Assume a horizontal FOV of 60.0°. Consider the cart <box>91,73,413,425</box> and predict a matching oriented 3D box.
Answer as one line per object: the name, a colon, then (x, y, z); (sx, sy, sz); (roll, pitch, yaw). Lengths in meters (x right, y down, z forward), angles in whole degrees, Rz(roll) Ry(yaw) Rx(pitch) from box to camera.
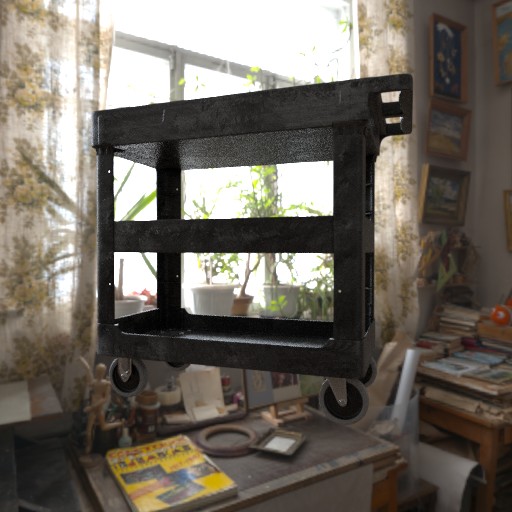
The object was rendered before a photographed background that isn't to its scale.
cart: (0.000, 0.000, 1.323); (0.877, 0.824, 0.420); (0, 1, 19)
